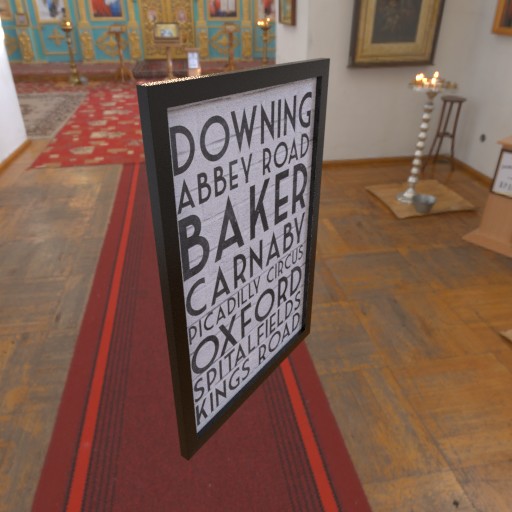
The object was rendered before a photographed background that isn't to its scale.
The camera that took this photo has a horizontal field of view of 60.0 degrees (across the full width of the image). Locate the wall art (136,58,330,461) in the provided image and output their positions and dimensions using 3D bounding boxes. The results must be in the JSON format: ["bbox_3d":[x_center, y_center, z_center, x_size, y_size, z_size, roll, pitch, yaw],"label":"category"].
[{"bbox_3d":[0.000,0.000,0.551,0.013,0.432,0.304,19,34,30],"label":"wall art"}]
